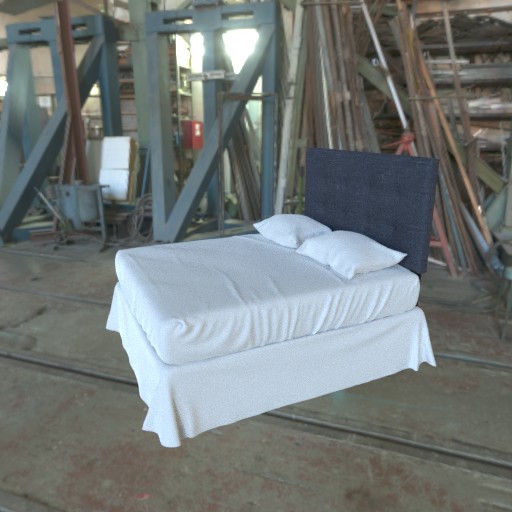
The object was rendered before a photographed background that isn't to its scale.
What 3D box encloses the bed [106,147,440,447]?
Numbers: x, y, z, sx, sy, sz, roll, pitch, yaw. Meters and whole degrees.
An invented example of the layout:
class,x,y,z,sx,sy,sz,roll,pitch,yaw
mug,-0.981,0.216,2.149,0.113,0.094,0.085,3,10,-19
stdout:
class,x,y,z,sx,sy,sz,roll,pitch,yaw
bed,0.000,0.000,3.546,2.222,1.577,1.936,-8,18,-24
